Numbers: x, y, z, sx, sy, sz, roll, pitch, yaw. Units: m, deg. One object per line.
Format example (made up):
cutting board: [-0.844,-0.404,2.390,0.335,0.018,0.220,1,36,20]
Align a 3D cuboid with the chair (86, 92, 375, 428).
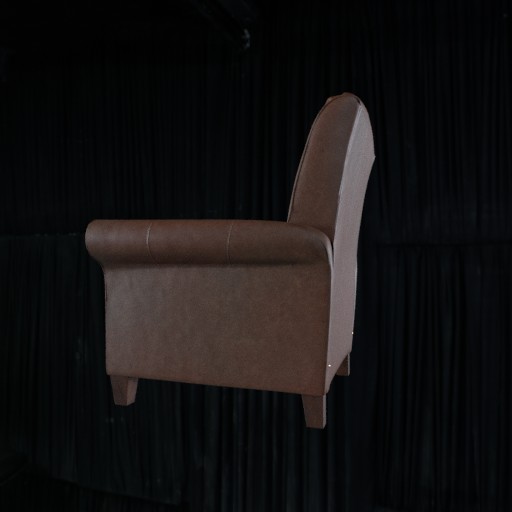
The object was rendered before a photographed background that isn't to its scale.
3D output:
chair: [0.000,0.000,1.790,0.902,1.061,0.978,0,-1,18]
